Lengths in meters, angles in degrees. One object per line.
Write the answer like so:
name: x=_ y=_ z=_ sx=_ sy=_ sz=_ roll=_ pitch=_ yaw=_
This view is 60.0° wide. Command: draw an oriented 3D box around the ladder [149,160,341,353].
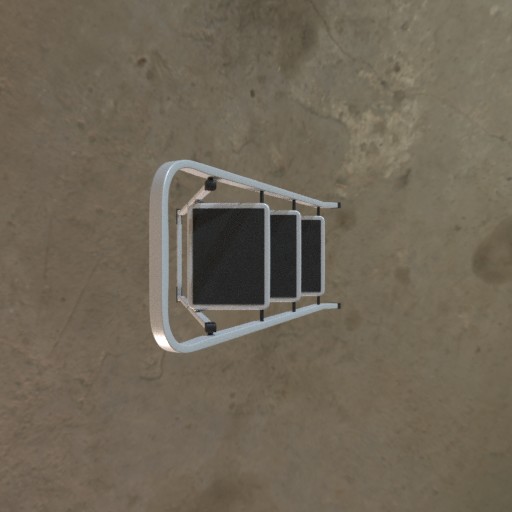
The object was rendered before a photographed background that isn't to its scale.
ladder: x=0.000 y=0.000 z=1.397 sx=0.711 sy=1.050 sz=0.460 roll=0 pitch=90 yaw=1
